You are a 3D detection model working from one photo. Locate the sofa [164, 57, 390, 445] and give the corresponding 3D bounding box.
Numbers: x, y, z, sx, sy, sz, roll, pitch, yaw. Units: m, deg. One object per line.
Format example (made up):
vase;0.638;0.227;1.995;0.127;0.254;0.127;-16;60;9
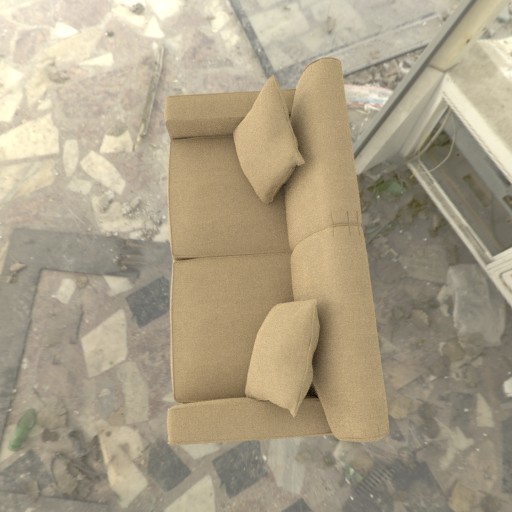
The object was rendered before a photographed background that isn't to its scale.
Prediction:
sofa;0.000;0.000;2.418;0.998;0.958;1.846;-3;75;-1
